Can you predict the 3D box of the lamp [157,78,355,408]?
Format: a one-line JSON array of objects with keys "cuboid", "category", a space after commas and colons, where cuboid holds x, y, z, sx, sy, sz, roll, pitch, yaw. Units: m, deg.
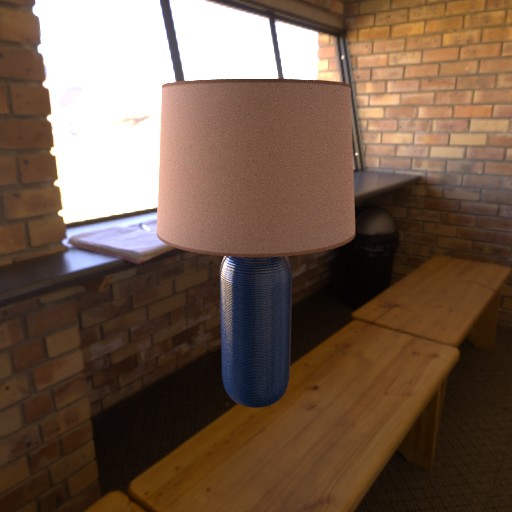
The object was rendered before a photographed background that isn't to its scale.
[{"cuboid": [0.000, 0.000, 0.852, 0.367, 0.609, 0.367, 0, 17, 0], "category": "lamp"}]
